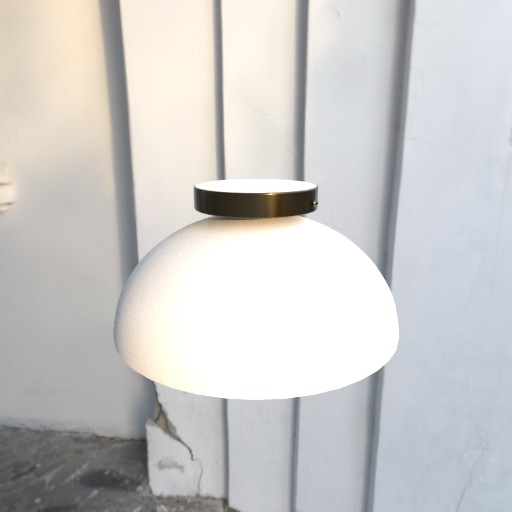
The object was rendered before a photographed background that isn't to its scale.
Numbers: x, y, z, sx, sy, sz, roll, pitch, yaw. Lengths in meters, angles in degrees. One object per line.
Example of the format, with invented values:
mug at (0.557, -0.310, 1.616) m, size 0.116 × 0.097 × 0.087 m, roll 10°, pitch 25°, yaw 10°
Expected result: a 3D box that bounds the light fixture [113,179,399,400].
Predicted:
light fixture at (0.000, 0.000, 0.555) m, size 0.355 × 0.177 × 0.355 m, roll 0°, pitch 16°, yaw 0°
